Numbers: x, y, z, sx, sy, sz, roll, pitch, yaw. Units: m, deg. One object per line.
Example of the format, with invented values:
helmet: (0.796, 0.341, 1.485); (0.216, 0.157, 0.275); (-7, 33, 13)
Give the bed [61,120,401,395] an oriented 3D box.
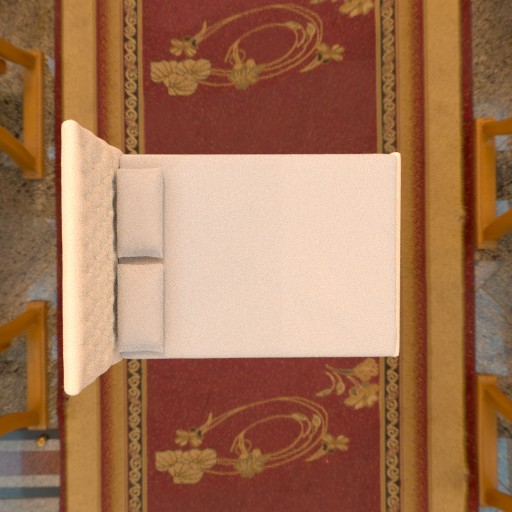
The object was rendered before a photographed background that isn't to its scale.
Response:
bed: (0.000, 0.000, 3.391); (2.387, 1.427, 1.698); (0, 91, 0)
